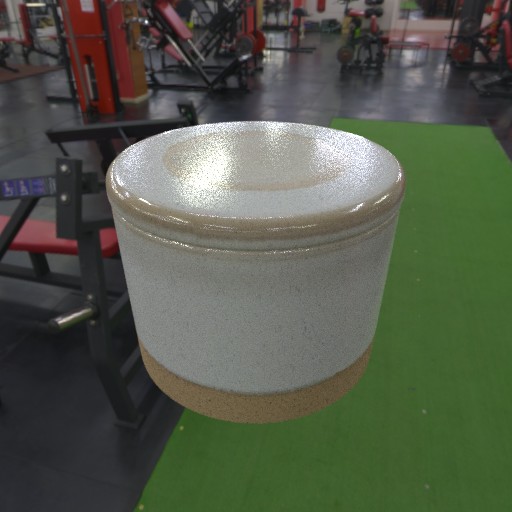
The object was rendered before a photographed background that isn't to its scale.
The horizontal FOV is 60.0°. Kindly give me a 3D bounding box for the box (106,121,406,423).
[{"bbox_3d":[0.000,0.000,0.265,0.154,0.123,0.154,0,31,0],"label":"box"}]
